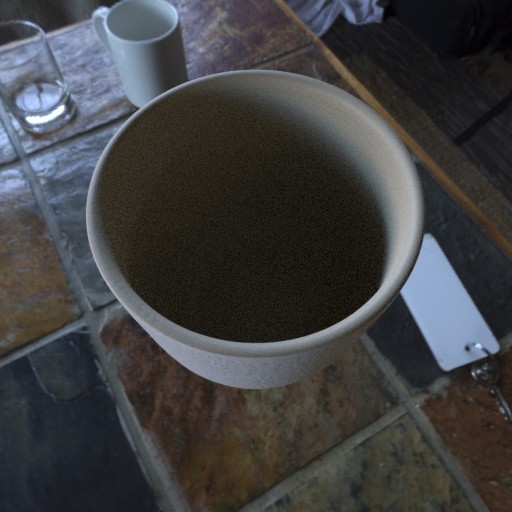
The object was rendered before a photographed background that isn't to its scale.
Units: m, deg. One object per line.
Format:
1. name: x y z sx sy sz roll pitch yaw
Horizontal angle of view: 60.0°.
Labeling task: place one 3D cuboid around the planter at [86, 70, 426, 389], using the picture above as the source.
1. planter: 0.000 0.000 0.358 0.208 0.190 0.208 0 64 0
